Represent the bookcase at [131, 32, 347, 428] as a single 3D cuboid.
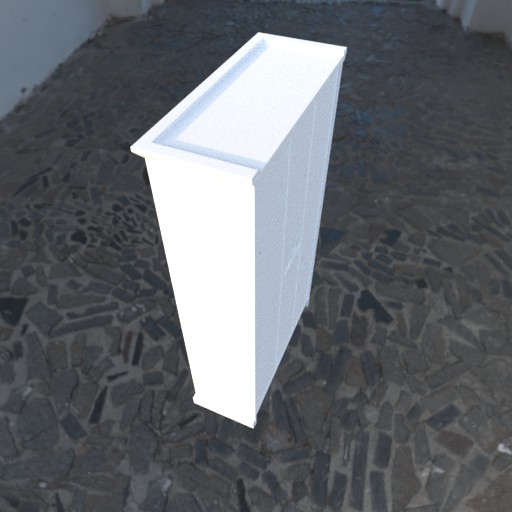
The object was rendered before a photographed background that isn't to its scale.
[{"bbox_3d":[0.000,0.000,2.392,0.432,1.880,1.050,18,49,16],"label":"bookcase"}]
